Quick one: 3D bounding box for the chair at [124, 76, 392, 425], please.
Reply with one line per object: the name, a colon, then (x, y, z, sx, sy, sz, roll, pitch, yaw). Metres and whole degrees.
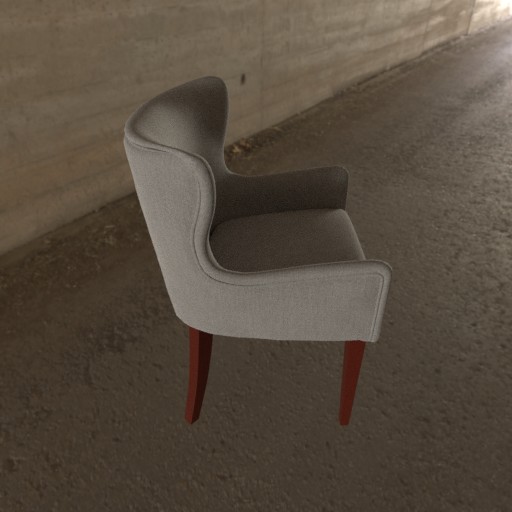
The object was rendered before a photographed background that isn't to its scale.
chair: (0.000, 0.000, 1.412, 0.677, 0.948, 0.732, 0, 33, 0)
